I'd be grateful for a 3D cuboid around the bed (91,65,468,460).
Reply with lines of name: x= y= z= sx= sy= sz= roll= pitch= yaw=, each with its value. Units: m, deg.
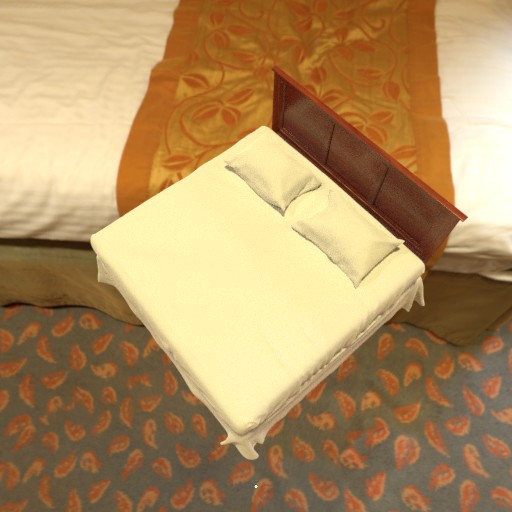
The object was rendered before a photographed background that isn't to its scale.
bed: x=0.000 y=0.000 z=3.634 sx=2.219 sy=1.271 sz=2.314 roll=-37 pitch=68 yaw=-17
